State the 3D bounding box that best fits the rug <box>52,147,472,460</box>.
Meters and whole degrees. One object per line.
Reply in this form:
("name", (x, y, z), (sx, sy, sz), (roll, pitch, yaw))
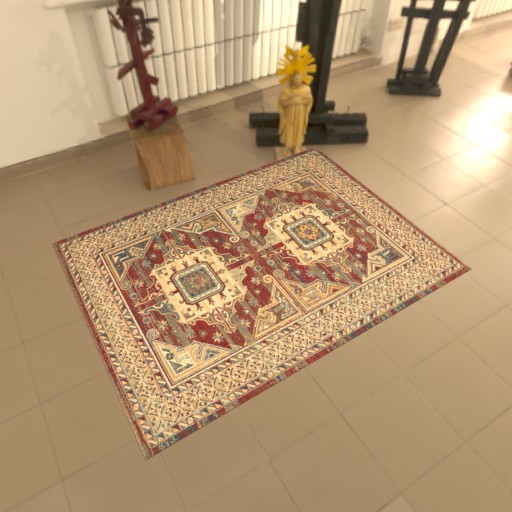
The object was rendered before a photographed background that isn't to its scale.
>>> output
("rug", (0.000, 0.000, 4.195), (3.197, 0.013, 2.381), (-24, 51, -21))
